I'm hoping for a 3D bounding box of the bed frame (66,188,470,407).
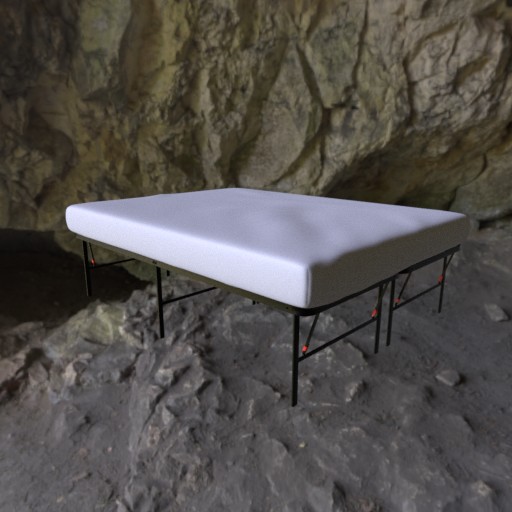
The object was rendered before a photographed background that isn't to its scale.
[{"bbox_3d":[0.000,0.000,2.869,2.151,0.667,1.584,14,21,43],"label":"bed frame"}]
